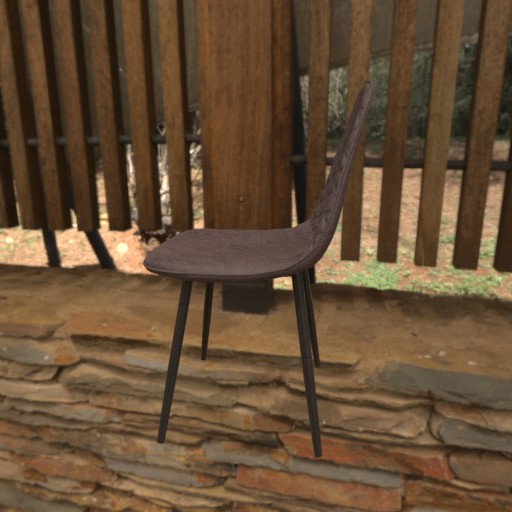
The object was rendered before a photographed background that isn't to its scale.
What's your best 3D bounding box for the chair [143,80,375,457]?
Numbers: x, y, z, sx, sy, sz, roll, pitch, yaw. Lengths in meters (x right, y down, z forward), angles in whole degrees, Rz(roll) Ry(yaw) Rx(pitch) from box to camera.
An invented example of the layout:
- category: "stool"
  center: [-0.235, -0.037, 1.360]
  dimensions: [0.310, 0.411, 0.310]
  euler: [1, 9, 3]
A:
- category: "chair"
  center: [0.000, 0.000, 1.219]
  dimensions: [0.561, 0.889, 0.472]
  euler: [2, 15, 7]
